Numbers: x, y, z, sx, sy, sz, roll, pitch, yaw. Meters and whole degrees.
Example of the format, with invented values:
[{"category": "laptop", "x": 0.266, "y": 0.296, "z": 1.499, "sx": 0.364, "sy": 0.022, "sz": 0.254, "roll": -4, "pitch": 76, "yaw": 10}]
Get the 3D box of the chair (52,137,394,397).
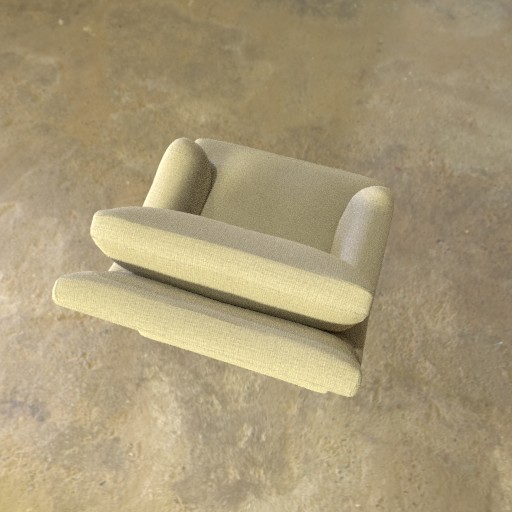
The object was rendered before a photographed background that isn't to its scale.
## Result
[{"category": "chair", "x": 0.000, "y": 0.000, "z": 1.808, "sx": 0.955, "sy": 1.038, "sz": 1.070, "roll": 16, "pitch": 64, "yaw": 8}]
